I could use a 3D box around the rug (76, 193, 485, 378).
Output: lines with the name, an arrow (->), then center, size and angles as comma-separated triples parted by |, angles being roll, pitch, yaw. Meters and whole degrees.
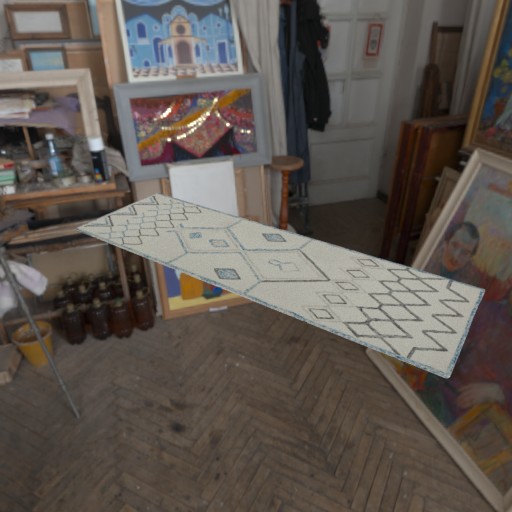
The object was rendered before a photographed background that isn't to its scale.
rug -> 0.000, 0.000, 2.682 | 2.434, 0.013, 0.770 | 19, 35, 29
